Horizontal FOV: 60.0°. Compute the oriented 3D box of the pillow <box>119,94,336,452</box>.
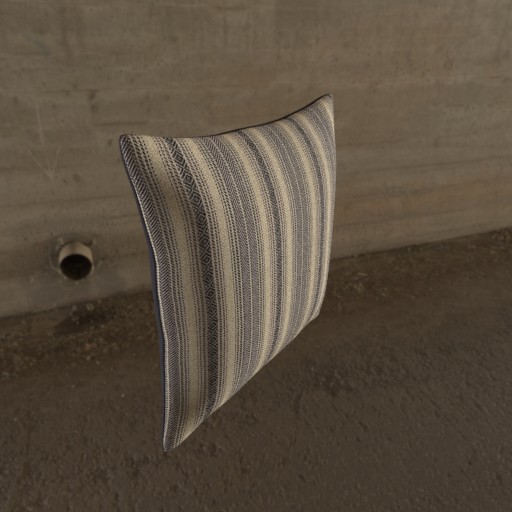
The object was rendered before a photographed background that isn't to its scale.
[{"bbox_3d":[0.000,0.000,0.800,0.166,0.508,0.520,18,31,32],"label":"pillow"}]
